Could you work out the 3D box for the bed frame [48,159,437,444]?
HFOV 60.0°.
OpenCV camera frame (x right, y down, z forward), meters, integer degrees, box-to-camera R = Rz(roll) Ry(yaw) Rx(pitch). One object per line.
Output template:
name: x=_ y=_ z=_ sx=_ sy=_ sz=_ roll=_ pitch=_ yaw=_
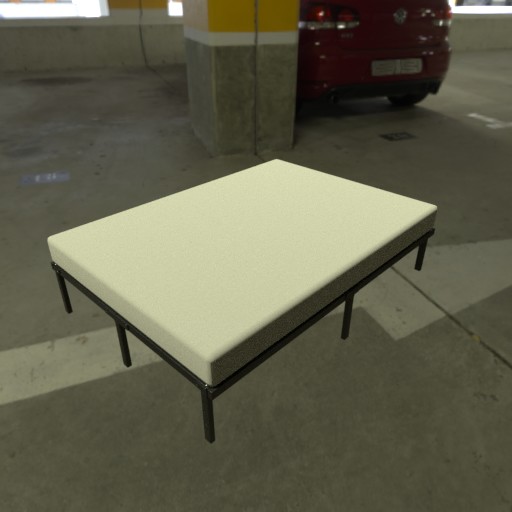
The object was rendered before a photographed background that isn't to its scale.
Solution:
bed frame: x=0.000 y=0.000 z=3.740 sx=2.842 sy=0.680 sz=2.205 roll=-22 pitch=37 yaw=-33
